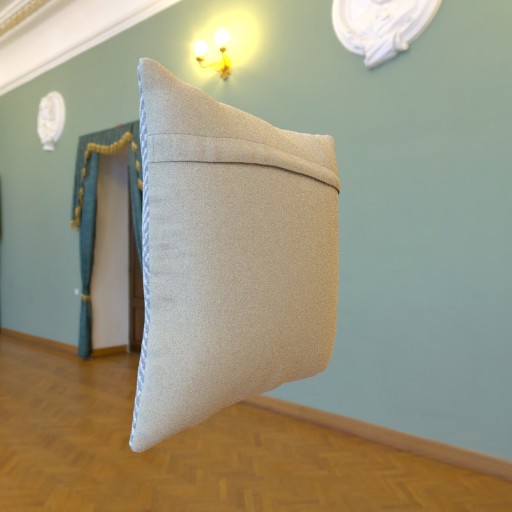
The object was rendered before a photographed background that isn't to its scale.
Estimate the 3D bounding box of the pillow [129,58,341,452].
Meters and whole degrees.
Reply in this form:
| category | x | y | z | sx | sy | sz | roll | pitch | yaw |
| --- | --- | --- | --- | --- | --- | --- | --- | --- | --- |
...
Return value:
| category | x | y | z | sx | sy | sz | roll | pitch | yaw |
| --- | --- | --- | --- | --- | --- | --- | --- | --- | --- |
| pillow | 0.000 | 0.000 | 0.688 | 0.181 | 0.458 | 0.459 | 1 | 1 | 37 |
